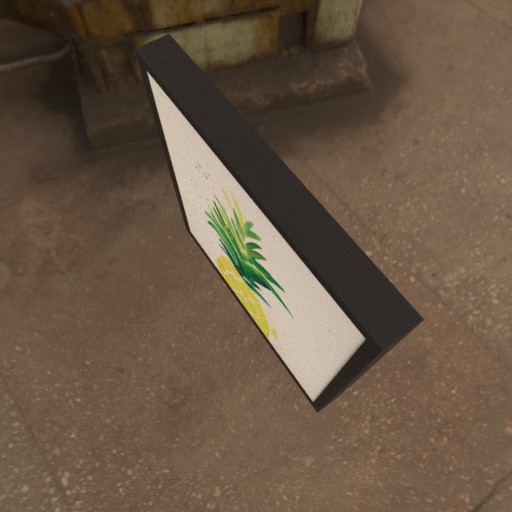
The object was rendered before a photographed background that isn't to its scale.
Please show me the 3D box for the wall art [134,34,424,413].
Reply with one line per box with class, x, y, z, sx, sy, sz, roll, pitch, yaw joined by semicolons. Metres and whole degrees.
wall art;0.000;0.000;0.452;0.033;0.304;0.305;-32;68;-14
